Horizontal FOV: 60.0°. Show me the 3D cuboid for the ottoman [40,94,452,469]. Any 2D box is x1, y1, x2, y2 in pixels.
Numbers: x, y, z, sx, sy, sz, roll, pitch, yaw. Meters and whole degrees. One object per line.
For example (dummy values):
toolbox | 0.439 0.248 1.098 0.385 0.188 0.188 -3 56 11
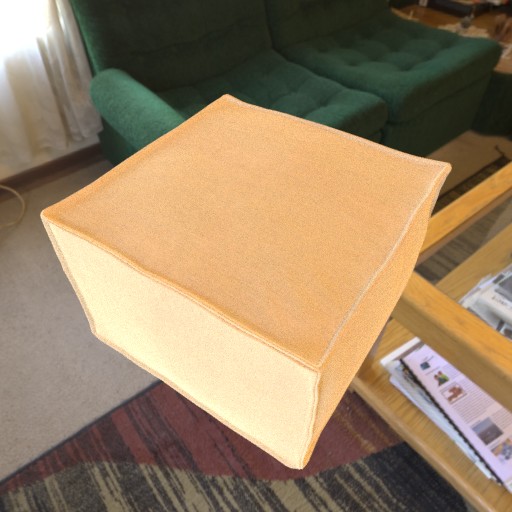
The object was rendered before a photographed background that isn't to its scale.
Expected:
ottoman | 0.000 0.000 1.142 0.707 0.470 0.696 26 52 22
